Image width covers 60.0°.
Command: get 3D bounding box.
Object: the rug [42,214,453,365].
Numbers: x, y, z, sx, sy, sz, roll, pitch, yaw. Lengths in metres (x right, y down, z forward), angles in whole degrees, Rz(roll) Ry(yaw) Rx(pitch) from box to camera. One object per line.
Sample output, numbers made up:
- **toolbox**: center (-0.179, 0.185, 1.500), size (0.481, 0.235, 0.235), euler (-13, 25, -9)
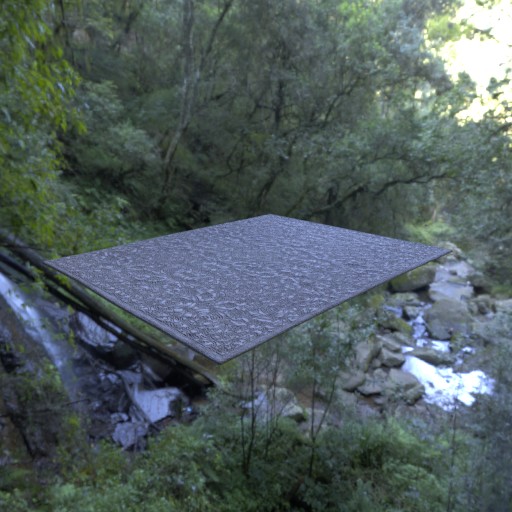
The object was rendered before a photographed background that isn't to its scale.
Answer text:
- **rug**: center (0.000, 0.000, 4.169), size (3.017, 0.035, 2.472), euler (-16, 23, -43)
